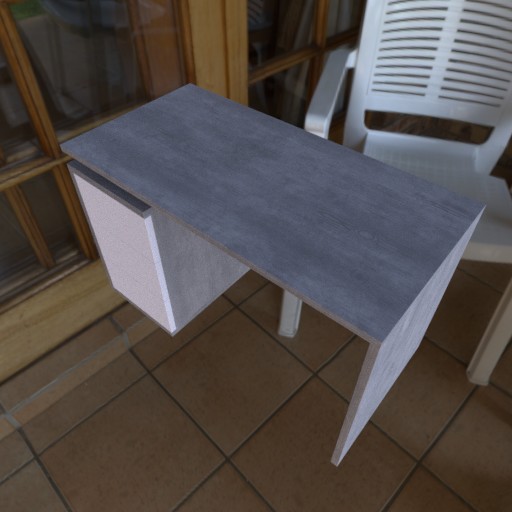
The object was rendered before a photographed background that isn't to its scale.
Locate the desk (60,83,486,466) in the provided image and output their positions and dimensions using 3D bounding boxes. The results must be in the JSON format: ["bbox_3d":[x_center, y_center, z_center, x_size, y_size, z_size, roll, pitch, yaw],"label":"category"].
[{"bbox_3d":[0.000,0.000,1.630,1.200,0.740,0.600,31,53,27],"label":"desk"}]
